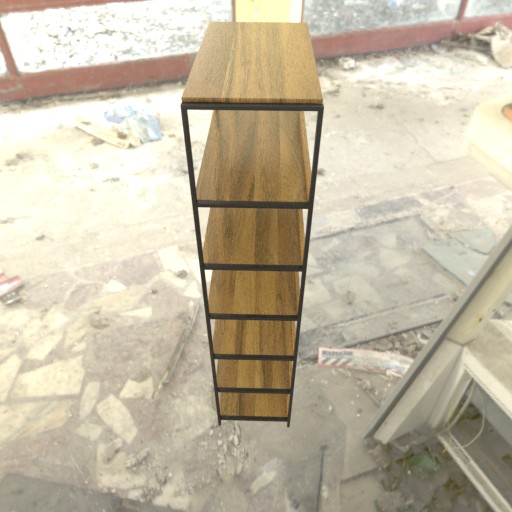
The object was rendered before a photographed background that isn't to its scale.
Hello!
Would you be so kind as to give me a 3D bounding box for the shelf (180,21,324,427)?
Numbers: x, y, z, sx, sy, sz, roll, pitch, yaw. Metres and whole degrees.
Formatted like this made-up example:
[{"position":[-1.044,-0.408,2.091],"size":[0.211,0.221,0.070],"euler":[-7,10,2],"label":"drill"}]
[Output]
[{"position":[0.000,0.000,2.305],"size":[0.431,2.015,0.847],"euler":[1,43,1],"label":"shelf"}]
